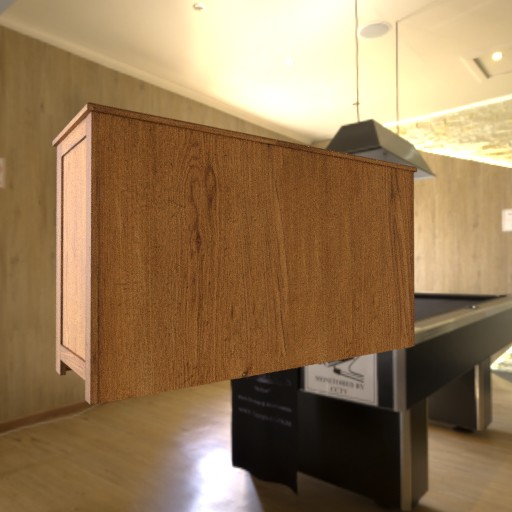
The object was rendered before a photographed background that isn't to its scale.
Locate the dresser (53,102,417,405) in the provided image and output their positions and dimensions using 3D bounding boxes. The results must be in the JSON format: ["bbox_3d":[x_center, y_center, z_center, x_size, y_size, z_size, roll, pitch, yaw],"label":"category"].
[{"bbox_3d":[0.000,0.000,2.057,1.657,0.932,0.563,0,-1,-35],"label":"dresser"}]
